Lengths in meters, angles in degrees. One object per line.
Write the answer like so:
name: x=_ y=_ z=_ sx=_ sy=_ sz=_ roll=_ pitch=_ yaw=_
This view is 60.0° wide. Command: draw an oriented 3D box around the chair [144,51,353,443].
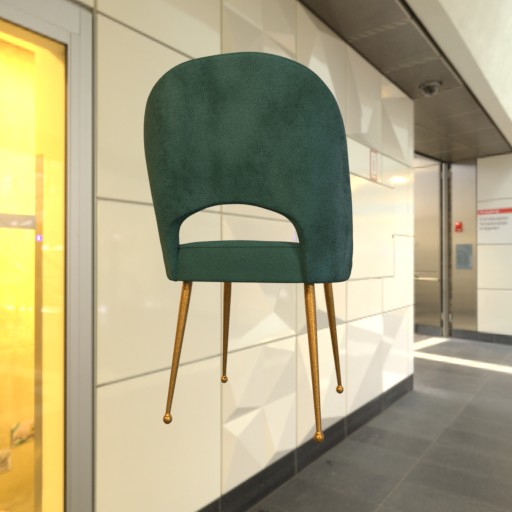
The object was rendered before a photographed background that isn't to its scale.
chair: x=0.000 y=0.000 z=1.218 sx=0.527 sy=0.860 sz=0.577 roll=0 pitch=0 yaw=18
